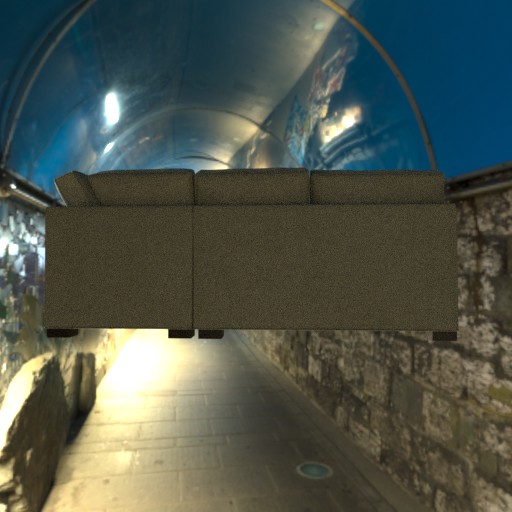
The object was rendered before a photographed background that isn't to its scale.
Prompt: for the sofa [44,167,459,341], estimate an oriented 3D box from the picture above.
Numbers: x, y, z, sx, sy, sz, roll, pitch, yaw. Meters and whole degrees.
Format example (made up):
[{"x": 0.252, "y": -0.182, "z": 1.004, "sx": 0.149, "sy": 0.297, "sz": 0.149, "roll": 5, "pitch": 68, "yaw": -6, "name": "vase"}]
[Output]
[{"x": 0.000, "y": 0.000, "z": 3.408, "sx": 2.188, "sy": 0.936, "sz": 2.211, "roll": 0, "pitch": -2, "yaw": 2, "name": "sofa"}]
